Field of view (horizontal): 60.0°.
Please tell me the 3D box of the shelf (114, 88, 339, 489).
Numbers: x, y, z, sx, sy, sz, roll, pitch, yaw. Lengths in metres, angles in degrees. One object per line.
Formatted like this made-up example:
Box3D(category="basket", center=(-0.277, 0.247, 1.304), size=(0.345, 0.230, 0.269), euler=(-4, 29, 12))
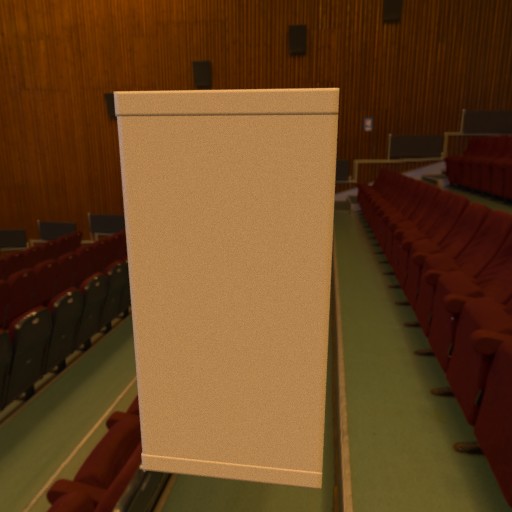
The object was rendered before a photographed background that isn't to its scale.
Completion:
Box3D(category="shelf", center=(0.000, 0.000, 1.228), size=(0.390, 0.786, 0.790), euler=(2, 15, 8))
